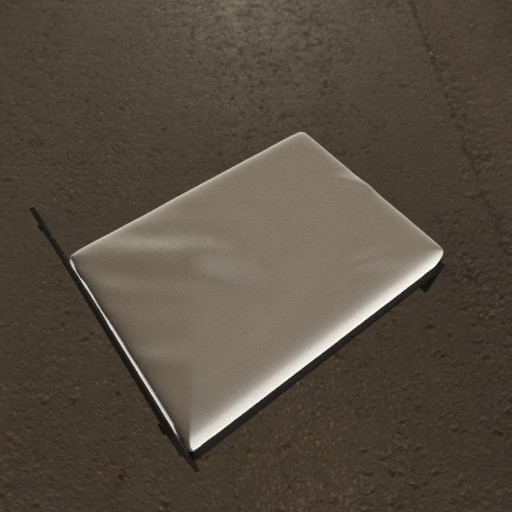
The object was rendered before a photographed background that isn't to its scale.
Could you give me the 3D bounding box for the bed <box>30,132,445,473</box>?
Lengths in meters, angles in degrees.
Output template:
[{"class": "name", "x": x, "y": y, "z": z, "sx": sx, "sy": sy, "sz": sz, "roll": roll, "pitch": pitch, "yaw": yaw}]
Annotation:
[{"class": "bed", "x": 0.000, "y": 0.000, "z": 2.888, "sx": 2.062, "sy": 0.967, "sz": 1.524, "roll": -32, "pitch": 62, "yaw": -19}]
